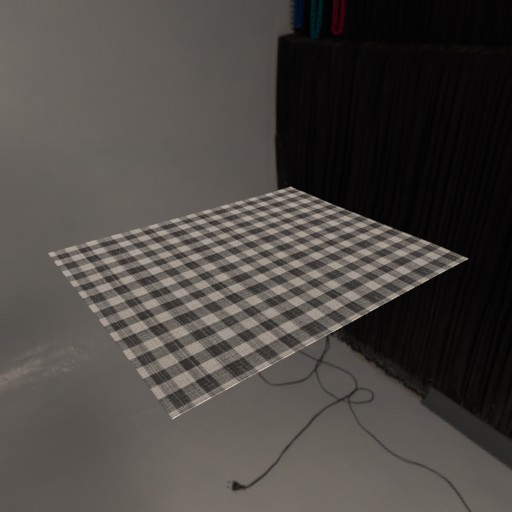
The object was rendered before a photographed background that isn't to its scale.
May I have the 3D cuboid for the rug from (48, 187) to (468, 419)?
[{"bbox_3d":[0.000,0.000,4.089,3.021,0.013,2.432,-20,34,-32],"label":"rug"}]
